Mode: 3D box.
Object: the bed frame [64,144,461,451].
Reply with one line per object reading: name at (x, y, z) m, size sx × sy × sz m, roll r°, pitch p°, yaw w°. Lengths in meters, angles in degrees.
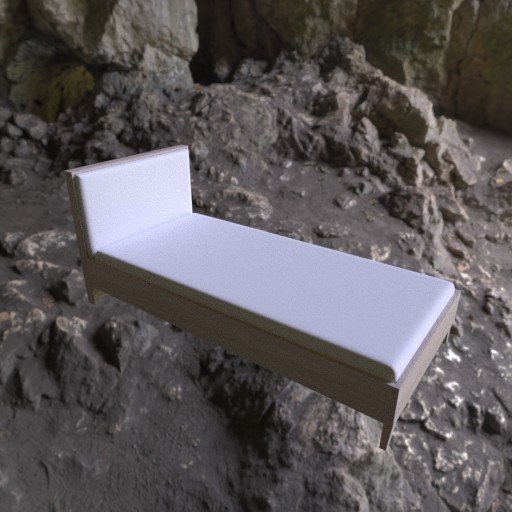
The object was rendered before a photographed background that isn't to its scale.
bed frame at (0.000, 0.000, 2.661) m, size 2.140 × 0.920 × 0.990 m, roll 17°, pitch 30°, yaw 32°
